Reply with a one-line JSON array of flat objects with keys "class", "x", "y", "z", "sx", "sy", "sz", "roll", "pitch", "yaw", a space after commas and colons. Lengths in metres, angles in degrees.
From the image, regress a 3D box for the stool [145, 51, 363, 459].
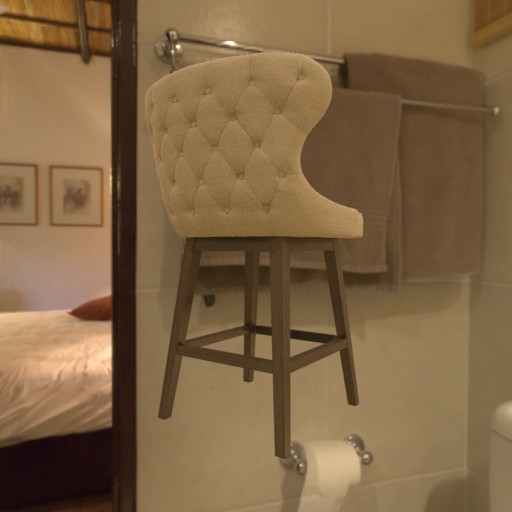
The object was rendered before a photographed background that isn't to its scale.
[{"class": "stool", "x": 0.000, "y": 0.000, "z": 1.349, "sx": 0.615, "sy": 0.972, "sz": 0.597, "roll": 1, "pitch": 2, "yaw": 35}]
